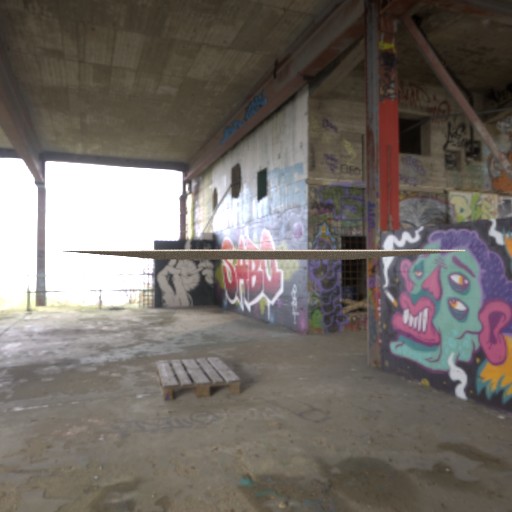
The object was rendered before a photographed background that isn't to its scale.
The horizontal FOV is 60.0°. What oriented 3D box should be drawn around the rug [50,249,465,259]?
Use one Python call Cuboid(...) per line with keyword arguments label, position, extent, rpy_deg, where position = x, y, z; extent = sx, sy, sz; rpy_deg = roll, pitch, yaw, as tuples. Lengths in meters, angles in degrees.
Cuboid(label="rug", position=(0.000, 0.000, 4.125), extent=(2.448, 0.021, 3.051), rpy_deg=(0, -1, -1))
